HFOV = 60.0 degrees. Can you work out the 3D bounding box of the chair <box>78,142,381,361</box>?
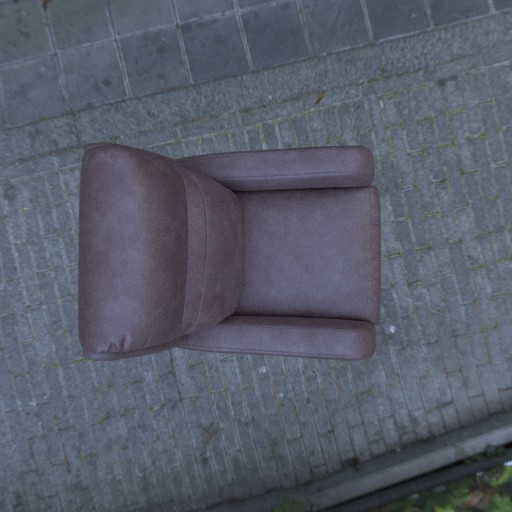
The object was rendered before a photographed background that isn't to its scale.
[{"bbox_3d":[0.000,0.000,1.774,1.067,1.067,0.865,0,89,0],"label":"chair"}]
